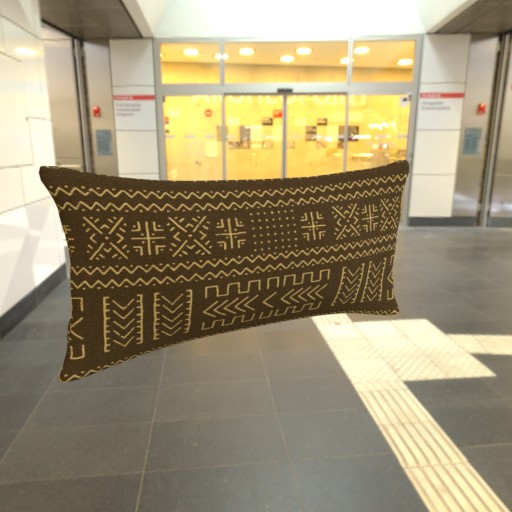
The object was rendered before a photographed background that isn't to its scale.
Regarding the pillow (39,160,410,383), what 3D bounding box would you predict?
[{"bbox_3d":[0.000,0.000,0.774,0.667,0.322,0.135,-7,16,-25],"label":"pillow"}]
